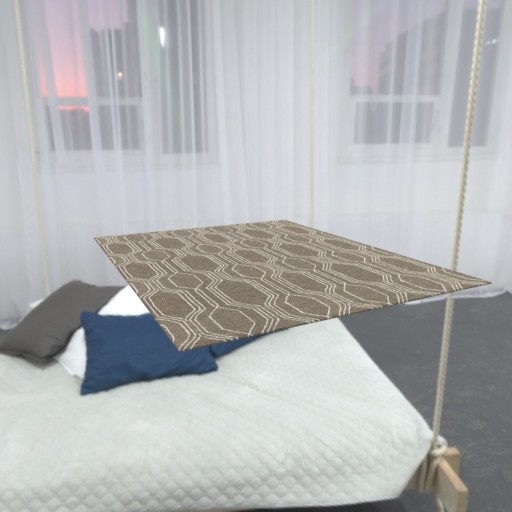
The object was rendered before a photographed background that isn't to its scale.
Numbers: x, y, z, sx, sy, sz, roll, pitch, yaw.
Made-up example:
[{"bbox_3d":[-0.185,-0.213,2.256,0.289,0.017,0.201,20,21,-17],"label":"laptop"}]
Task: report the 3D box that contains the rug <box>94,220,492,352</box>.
[{"bbox_3d":[0.000,0.000,4.126,2.457,0.012,3.062,-7,16,-26],"label":"rug"}]
